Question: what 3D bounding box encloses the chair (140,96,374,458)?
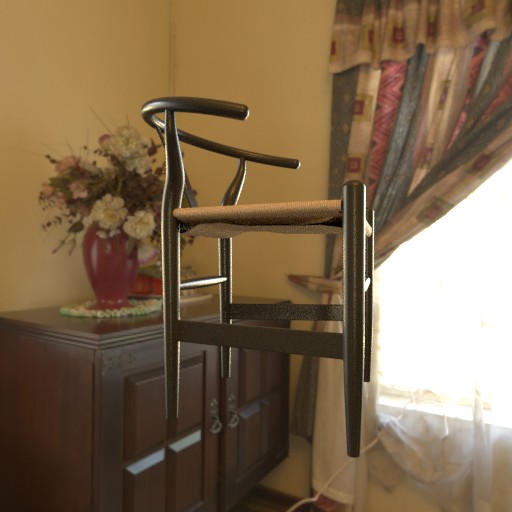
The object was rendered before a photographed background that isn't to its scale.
[{"bbox_3d":[0.000,0.000,1.139,0.570,0.739,0.570,0,0,17],"label":"chair"}]
